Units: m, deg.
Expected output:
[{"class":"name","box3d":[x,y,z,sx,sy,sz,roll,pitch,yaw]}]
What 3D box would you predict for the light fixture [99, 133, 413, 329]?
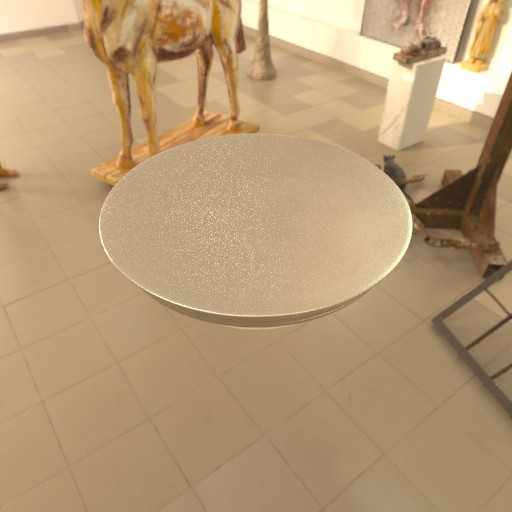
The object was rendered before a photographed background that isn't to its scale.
[{"class":"light fixture","box3d":[0.000,0.000,0.453,0.280,0.135,0.280,0,41,0]}]
